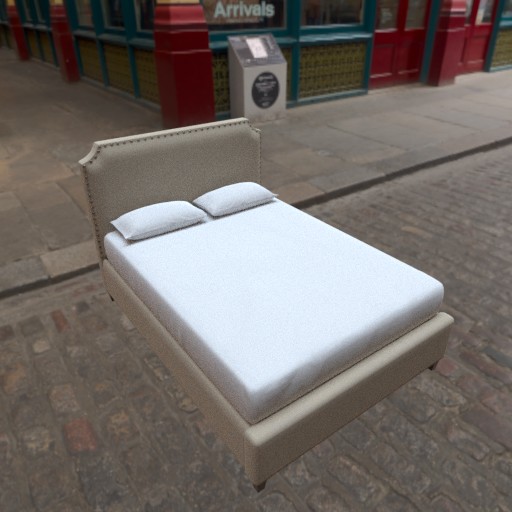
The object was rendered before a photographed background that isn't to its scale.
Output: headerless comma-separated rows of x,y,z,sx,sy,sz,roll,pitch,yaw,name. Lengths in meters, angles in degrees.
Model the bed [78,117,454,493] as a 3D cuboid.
0.000,0.000,3.297,1.703,1.415,2.329,-20,36,-31,bed
